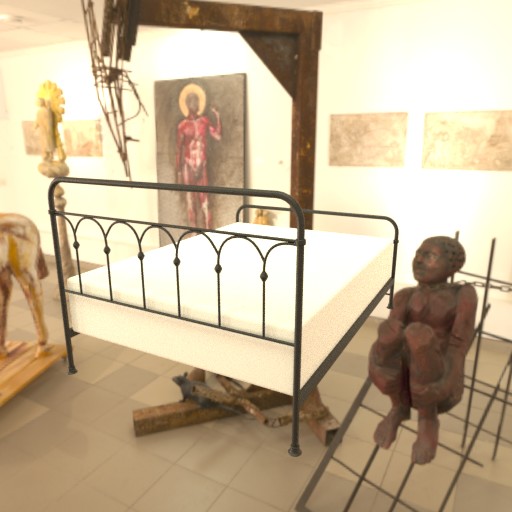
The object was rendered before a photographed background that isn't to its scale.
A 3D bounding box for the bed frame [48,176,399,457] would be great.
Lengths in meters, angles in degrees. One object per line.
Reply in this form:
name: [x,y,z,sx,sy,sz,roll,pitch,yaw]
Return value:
bed frame: [0.000,0.000,3.285,1.664,1.276,2.203,8,17,27]
